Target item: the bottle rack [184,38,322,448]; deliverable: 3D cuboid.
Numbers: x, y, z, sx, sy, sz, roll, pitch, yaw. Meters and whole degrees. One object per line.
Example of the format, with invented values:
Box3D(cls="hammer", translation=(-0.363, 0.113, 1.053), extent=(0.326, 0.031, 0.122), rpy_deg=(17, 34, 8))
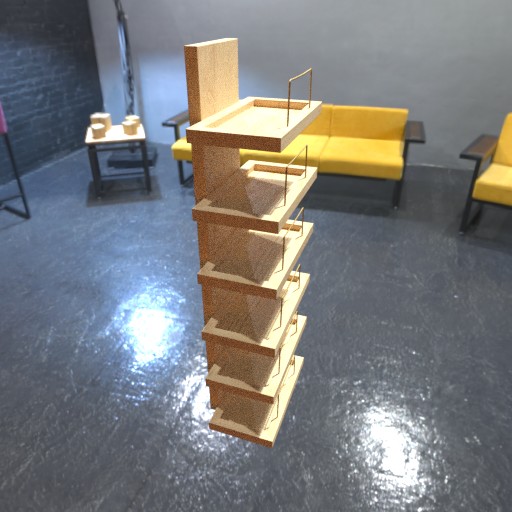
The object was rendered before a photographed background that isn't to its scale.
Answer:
Box3D(cls="bottle rack", translation=(0.000, 0.000, 1.086), extent=(0.206, 0.943, 0.330), rpy_deg=(10, 31, 17))
